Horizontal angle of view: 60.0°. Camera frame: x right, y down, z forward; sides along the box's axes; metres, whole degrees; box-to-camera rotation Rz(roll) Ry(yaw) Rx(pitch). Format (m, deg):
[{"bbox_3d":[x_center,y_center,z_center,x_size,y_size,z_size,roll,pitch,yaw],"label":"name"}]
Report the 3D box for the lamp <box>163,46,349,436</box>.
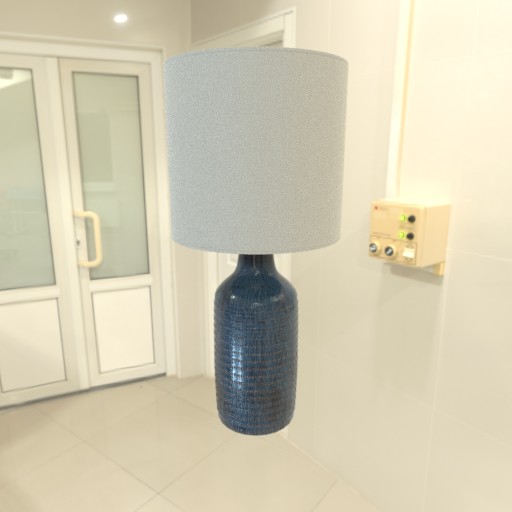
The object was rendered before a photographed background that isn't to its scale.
[{"bbox_3d":[0.000,0.000,0.595,0.220,0.475,0.220,13,19,43],"label":"lamp"}]
